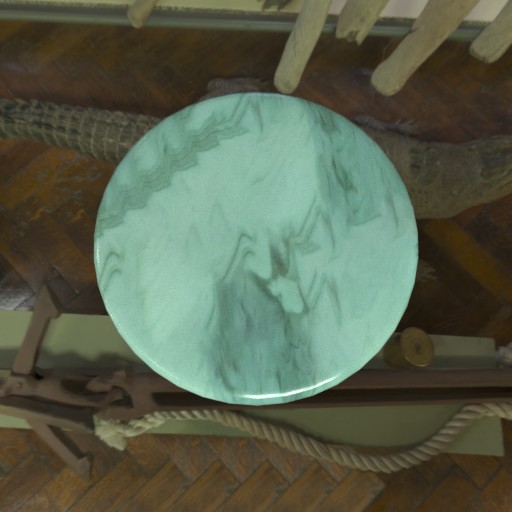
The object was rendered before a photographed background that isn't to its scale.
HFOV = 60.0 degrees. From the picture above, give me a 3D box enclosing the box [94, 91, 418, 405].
[{"bbox_3d":[0.000,0.000,0.164,0.101,0.063,0.101,0,76,0],"label":"box"}]
